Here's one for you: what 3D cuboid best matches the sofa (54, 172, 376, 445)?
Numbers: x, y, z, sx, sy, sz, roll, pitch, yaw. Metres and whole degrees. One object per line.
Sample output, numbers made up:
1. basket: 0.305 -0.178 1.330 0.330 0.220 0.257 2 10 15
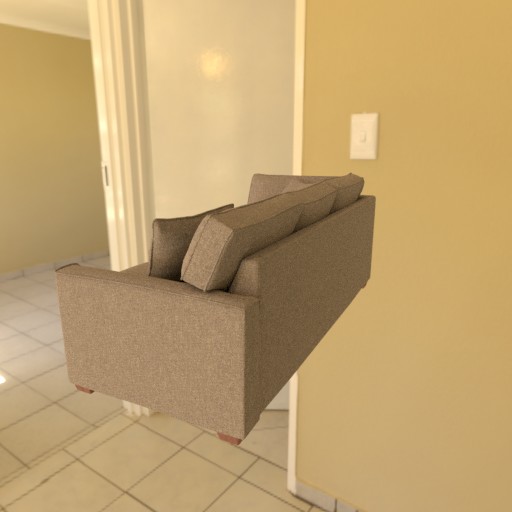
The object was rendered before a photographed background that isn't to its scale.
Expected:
1. sofa: 0.000 0.000 2.878 1.061 0.962 2.317 7 17 25
